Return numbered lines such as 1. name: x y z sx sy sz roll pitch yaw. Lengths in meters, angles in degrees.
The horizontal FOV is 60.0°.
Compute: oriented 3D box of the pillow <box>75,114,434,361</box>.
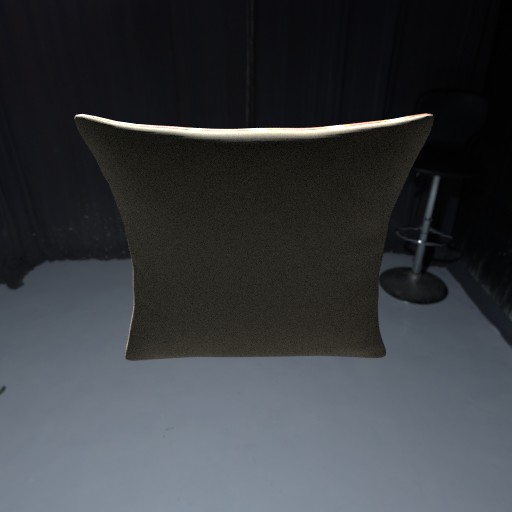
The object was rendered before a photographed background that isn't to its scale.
1. pillow: 0.000 0.000 0.810 0.552 0.508 0.166 -1 30 -1
